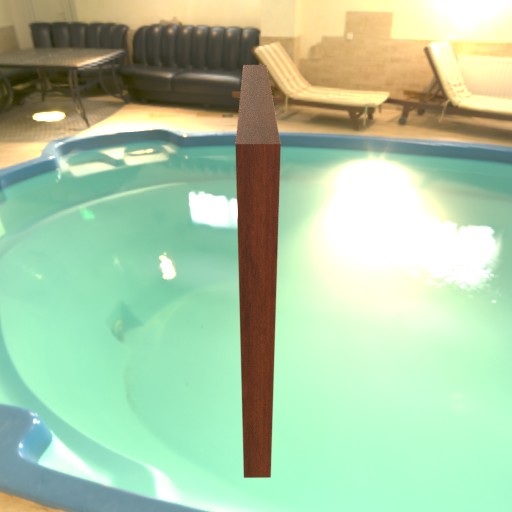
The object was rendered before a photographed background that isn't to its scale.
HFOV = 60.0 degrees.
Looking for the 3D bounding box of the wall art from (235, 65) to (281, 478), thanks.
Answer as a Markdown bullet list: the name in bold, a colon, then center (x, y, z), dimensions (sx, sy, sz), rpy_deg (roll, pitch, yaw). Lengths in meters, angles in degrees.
- **wall art**: center (0.000, 0.000, 0.538), dimensions (0.030, 0.381, 0.330), rpy_deg (0, 32, 0)
